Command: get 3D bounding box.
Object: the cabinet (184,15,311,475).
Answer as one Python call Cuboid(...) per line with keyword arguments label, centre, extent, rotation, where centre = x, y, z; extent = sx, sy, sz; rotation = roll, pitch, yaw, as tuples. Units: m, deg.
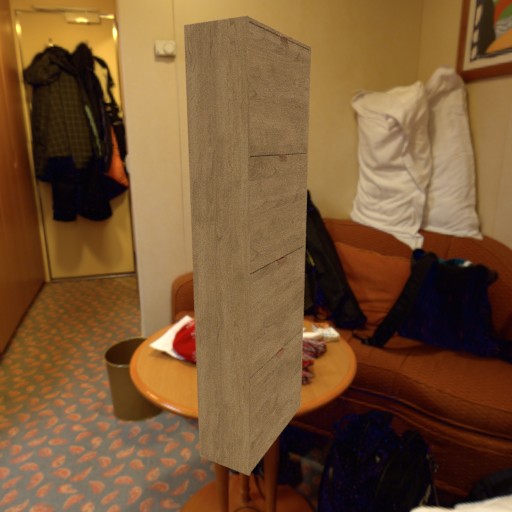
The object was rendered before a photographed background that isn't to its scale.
Cuboid(label="cabinet", centre=(0.000, 0.000, 1.800), extent=(0.250, 1.630, 0.520), rotation=(8, 16, 27))
